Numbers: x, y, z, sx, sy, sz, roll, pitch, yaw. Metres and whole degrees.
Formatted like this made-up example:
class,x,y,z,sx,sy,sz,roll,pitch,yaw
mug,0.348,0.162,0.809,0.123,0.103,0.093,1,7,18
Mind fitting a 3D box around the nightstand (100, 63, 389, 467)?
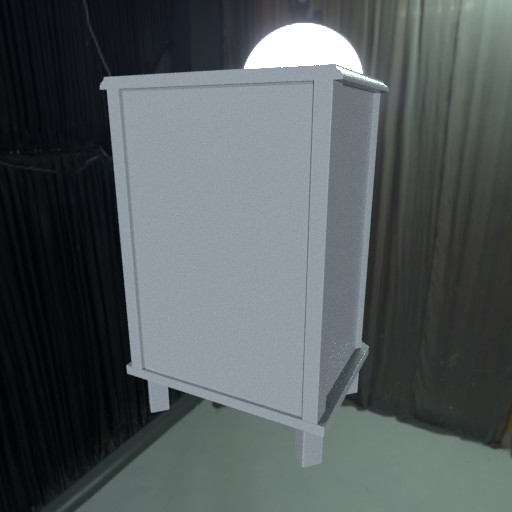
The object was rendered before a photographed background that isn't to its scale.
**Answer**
class,x,y,z,sx,sy,sz,roll,pitch,yaw
nightstand,0.000,0.000,0.920,0.435,0.680,0.348,8,19,26
